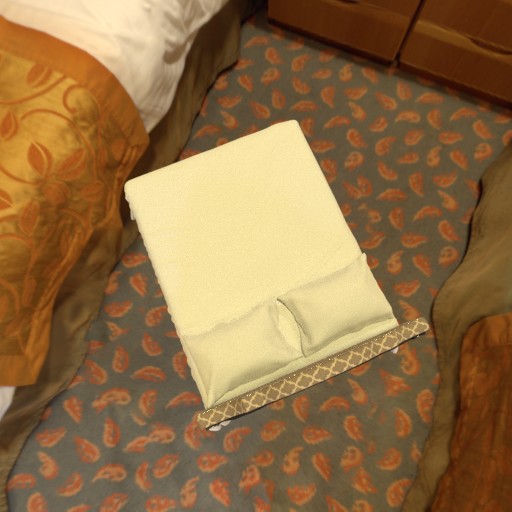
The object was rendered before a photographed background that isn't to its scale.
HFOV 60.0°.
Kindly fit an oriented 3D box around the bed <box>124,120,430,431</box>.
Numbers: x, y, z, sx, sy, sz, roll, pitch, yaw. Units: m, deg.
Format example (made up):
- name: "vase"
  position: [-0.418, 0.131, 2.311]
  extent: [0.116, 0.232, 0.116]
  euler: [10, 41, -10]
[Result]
- name: "bed"
  position: [0.000, 0.000, 3.400]
  extent: [1.780, 1.633, 2.222]
  euler: [-22, 76, -6]
